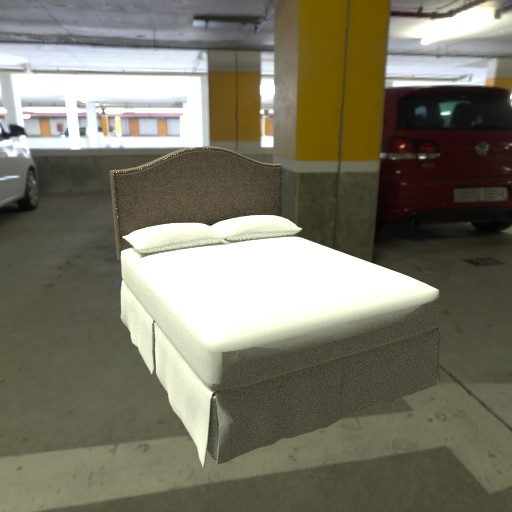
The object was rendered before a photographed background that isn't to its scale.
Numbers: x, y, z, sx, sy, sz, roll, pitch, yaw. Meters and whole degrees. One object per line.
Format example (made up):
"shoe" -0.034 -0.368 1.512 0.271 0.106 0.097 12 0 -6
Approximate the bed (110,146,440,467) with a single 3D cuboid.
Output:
"bed" 0.000 0.000 3.274 1.713 1.518 2.153 -8 18 -27
